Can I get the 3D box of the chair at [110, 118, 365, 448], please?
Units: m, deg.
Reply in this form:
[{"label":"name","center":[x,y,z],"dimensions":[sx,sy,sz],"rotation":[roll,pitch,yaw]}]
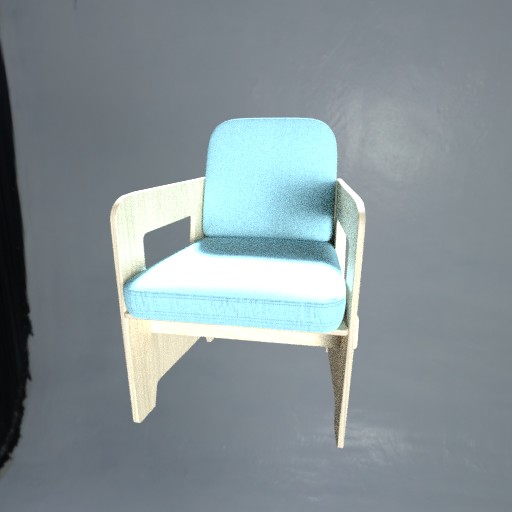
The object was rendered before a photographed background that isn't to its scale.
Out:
[{"label":"chair","center":[0.000,0.000,1.302],"dimensions":[0.590,0.800,0.710],"rotation":[3,15,10]}]
